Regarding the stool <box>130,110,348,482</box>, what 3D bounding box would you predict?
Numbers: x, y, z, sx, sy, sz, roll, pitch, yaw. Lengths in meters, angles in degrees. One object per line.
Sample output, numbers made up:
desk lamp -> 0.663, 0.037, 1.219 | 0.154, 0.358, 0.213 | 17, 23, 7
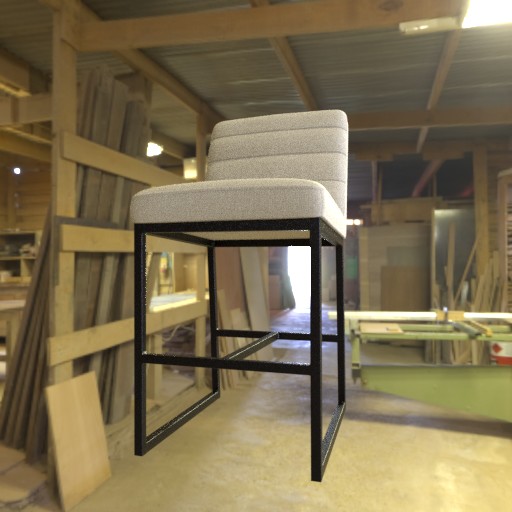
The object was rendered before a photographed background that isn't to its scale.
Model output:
stool -> 0.000, 0.000, 1.224 | 0.460, 0.940, 0.560 | 0, -1, 17
